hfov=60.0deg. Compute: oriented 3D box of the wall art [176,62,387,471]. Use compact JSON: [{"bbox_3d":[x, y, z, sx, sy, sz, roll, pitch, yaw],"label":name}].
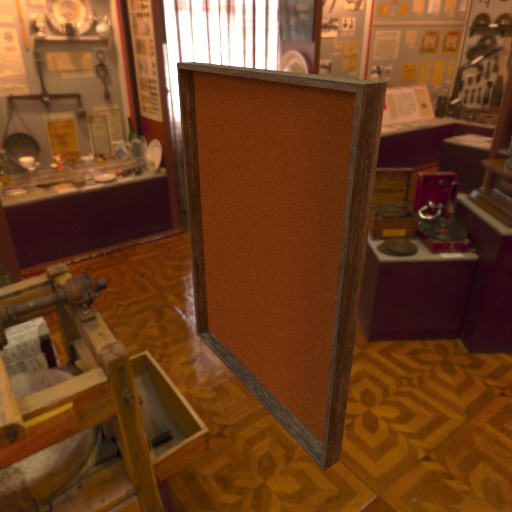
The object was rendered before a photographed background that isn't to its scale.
[{"bbox_3d":[0.000,0.000,1.309,0.063,1.016,0.762,-17,31,-30],"label":"wall art"}]
